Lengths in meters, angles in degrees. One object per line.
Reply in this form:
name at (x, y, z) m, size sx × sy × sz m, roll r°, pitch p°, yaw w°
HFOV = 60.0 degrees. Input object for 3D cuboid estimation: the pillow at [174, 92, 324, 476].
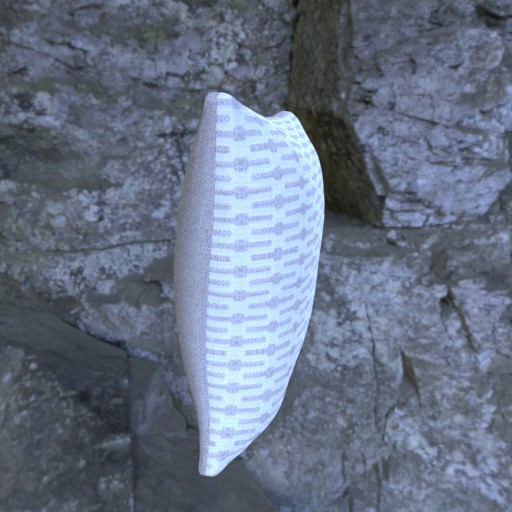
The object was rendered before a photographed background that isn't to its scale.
pillow at (0.000, 0.000, 0.759) m, size 0.219 × 0.491 × 0.496 m, roll 3°, pitch 16°, yaw 12°
